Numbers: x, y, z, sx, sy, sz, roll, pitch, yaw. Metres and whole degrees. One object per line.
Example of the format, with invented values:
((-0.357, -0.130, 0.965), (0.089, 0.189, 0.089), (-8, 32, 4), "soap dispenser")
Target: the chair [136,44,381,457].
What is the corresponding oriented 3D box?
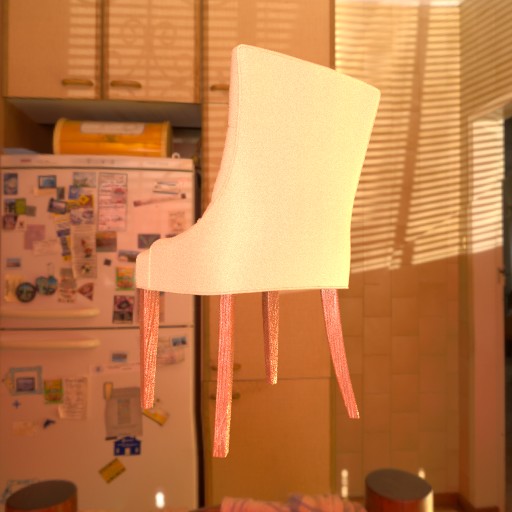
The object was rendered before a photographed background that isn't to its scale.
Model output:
((0.000, 0.000, 1.224), (0.509, 0.874, 0.565), (1, -1, -35), "chair")
